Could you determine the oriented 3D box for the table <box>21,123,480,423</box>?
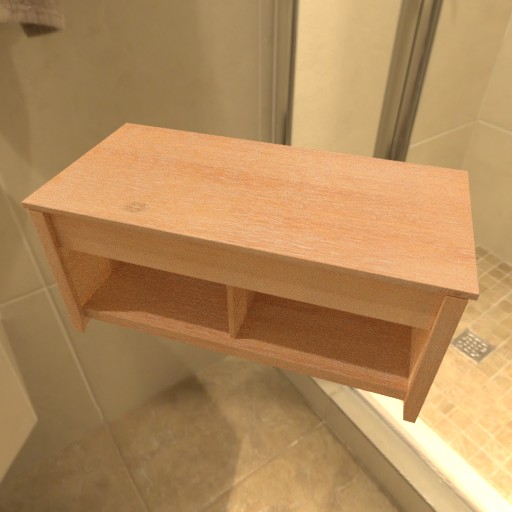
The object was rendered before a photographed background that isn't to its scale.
[{"bbox_3d":[0.000,0.000,1.254,1.016,0.457,0.483,12,41,14],"label":"table"}]
